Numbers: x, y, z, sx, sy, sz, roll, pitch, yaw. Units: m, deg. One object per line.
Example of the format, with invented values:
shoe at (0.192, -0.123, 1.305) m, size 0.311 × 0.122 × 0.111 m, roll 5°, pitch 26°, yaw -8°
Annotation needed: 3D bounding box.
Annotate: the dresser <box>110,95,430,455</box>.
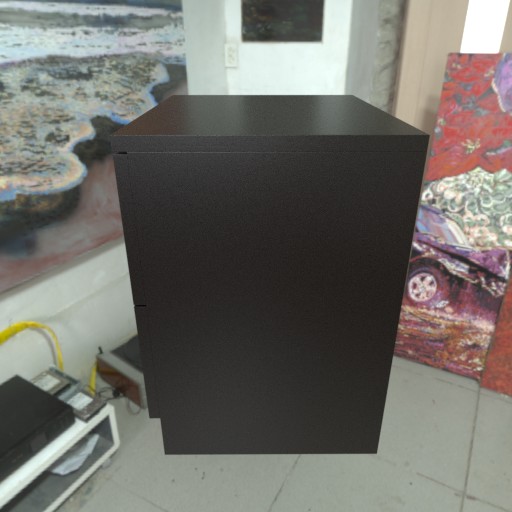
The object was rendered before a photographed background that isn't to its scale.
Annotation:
dresser at (0.000, 0.000, 0.742) m, size 0.360 × 0.470 × 0.400 m, roll 0°, pitch 26°, yaw 0°
